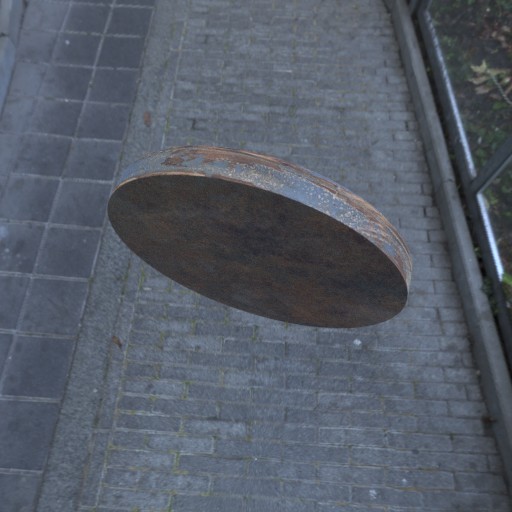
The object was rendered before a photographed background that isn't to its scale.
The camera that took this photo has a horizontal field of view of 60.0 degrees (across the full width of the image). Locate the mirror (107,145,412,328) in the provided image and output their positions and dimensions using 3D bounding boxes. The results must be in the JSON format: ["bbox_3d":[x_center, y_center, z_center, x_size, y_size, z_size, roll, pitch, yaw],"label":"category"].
[{"bbox_3d":[0.000,0.000,0.878,0.585,0.585,0.061,16,66,7],"label":"mirror"}]
